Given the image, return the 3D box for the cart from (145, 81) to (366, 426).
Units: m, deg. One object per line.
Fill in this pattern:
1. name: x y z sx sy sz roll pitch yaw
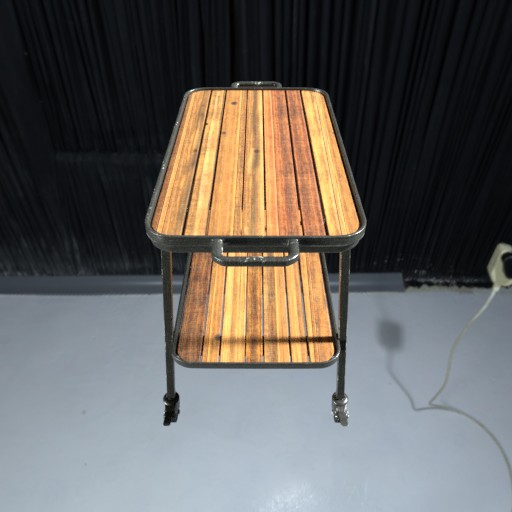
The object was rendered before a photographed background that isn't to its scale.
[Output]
1. cart: 0.000 0.000 1.265 0.515 0.700 0.806 0 42 0
